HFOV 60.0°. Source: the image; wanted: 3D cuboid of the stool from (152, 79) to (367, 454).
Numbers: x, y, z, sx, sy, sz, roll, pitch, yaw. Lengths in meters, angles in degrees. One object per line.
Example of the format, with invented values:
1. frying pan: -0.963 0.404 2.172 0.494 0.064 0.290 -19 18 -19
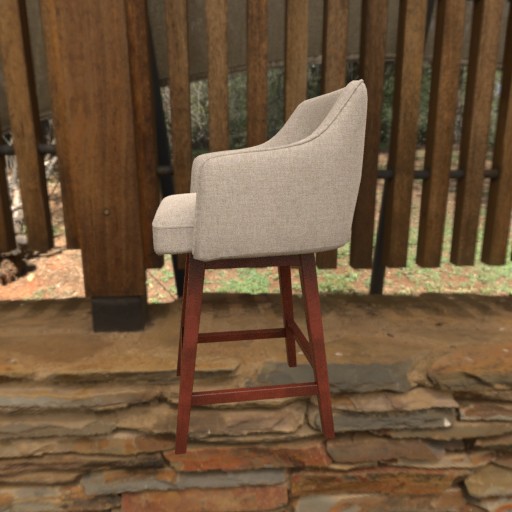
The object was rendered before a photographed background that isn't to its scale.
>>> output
1. stool: 0.000 0.000 1.304 0.558 0.944 0.599 -2 13 -9
